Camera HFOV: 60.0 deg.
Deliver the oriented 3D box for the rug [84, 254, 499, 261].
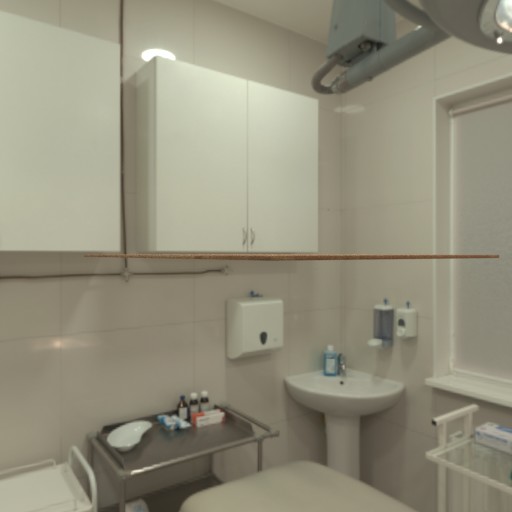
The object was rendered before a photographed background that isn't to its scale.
[{"bbox_3d":[0.000,0.000,2.259,1.219,0.014,1.829,0,0,-36],"label":"rug"}]
